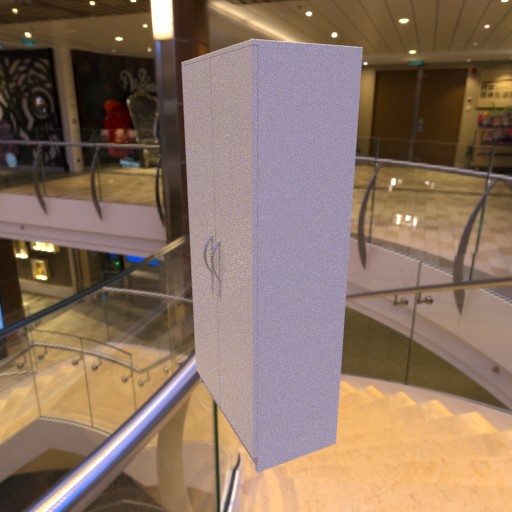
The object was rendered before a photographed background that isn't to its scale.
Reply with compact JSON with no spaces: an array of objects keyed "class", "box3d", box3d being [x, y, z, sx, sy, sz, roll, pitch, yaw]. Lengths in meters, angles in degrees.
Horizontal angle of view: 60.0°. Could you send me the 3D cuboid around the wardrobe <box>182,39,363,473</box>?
[{"class":"wardrobe","box3d":[0.000,0.000,2.051,0.470,1.700,0.760,-8,20,-24]}]
